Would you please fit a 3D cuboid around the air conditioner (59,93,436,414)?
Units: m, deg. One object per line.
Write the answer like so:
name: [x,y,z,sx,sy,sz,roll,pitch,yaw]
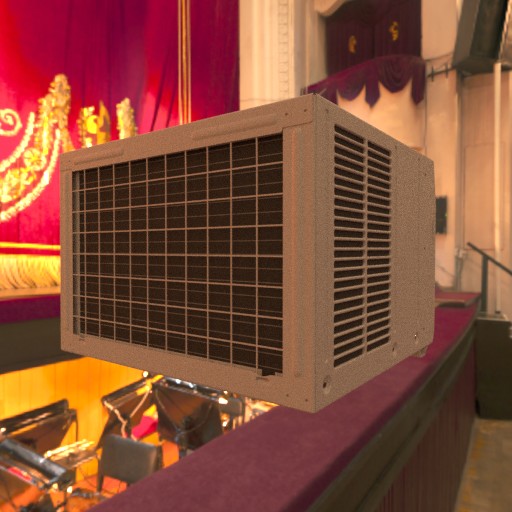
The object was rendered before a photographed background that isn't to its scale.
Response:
air conditioner: [0.000,0.000,1.028,0.645,0.455,0.599,1,1,37]
